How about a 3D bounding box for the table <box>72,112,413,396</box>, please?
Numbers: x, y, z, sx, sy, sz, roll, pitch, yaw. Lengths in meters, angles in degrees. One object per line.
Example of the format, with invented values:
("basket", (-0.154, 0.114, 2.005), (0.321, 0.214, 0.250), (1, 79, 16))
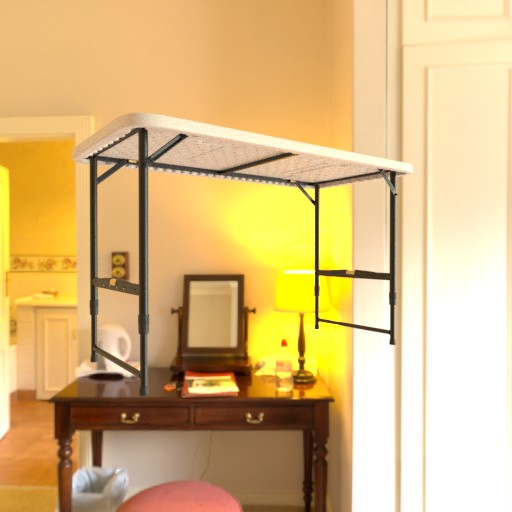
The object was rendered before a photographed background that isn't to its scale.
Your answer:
("table", (0.000, 0.000, 1.691), (1.219, 0.737, 0.610), (0, 1, -36))
